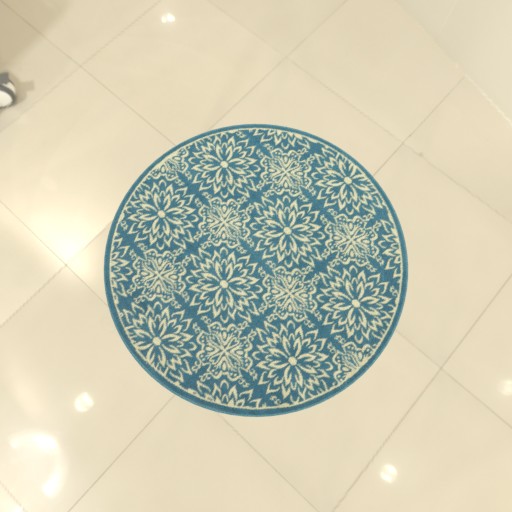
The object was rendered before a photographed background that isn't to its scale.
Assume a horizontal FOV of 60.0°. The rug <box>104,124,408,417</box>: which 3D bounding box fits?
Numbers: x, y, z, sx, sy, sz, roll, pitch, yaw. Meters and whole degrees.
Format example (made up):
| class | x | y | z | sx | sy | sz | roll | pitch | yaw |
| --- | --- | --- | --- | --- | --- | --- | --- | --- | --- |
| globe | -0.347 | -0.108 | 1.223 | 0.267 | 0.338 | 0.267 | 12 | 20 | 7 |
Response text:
| class | x | y | z | sx | sy | sz | roll | pitch | yaw |
| --- | --- | --- | --- | --- | --- | --- | --- | --- | --- |
| rug | 0.000 | 0.000 | 2.329 | 1.593 | 0.012 | 1.593 | 0 | 73 | 0 |
